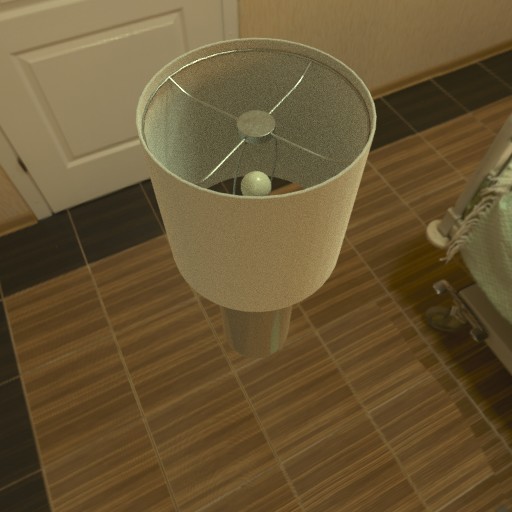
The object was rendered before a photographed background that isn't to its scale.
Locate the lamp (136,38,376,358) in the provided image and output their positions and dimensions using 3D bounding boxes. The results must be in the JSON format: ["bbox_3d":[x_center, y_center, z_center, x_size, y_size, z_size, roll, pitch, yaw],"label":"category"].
[{"bbox_3d":[0.000,0.000,0.601,0.212,0.493,0.212,29,62,17],"label":"lamp"}]
